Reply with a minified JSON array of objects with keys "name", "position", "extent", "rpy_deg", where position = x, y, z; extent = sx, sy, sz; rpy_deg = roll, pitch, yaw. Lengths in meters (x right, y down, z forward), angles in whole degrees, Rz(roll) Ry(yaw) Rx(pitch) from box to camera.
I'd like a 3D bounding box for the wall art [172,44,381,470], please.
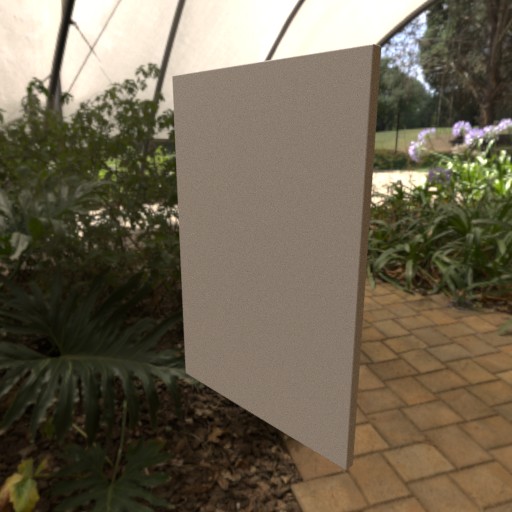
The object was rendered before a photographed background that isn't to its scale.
[{"name":"wall art","position":[0.000,0.000,1.011],"extent":[0.556,0.813,0.026],"rpy_deg":[15,21,43]}]
